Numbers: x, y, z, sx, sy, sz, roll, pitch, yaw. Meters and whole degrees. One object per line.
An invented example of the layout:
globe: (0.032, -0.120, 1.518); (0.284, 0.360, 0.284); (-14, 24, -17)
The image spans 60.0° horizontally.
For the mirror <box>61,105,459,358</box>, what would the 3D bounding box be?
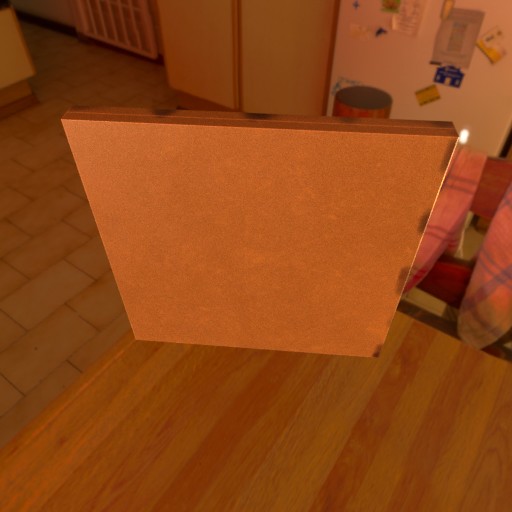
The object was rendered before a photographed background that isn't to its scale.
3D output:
mirror: (0.000, 0.000, 0.758); (0.509, 0.507, 0.042); (4, 46, 4)
